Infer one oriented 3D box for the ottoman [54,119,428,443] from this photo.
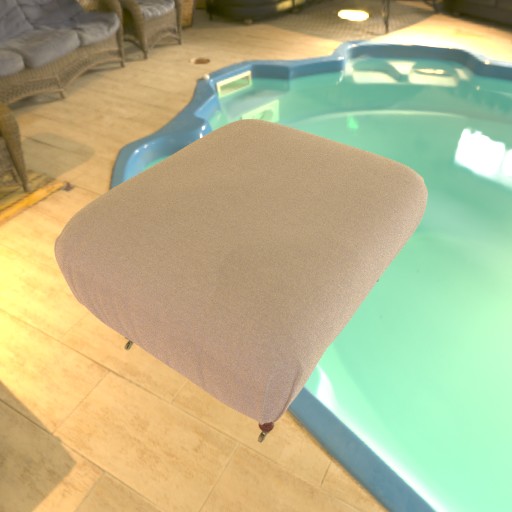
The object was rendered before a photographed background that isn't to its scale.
[{"bbox_3d":[0.000,0.000,1.129,0.622,0.450,0.746,25,48,26],"label":"ottoman"}]
